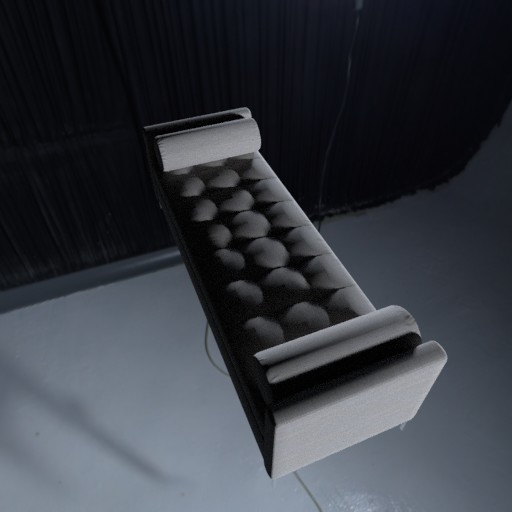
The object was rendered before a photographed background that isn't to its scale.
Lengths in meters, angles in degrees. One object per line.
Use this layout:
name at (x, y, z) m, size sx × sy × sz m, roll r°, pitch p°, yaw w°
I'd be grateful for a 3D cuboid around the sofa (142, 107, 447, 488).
sofa at (0.000, 0.000, 2.330) m, size 0.686 × 0.635 × 1.981 m, roll -16°, pitch 48°, yaw -15°
